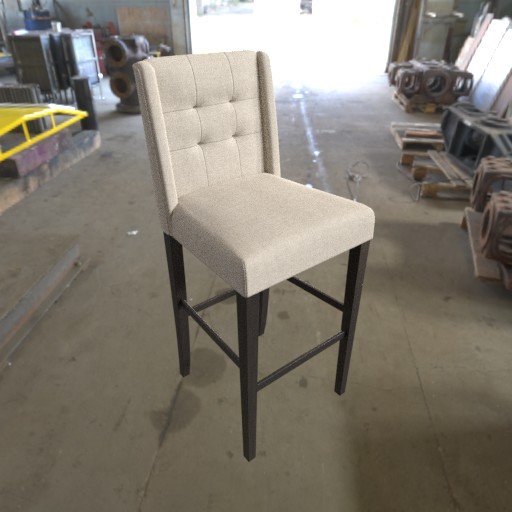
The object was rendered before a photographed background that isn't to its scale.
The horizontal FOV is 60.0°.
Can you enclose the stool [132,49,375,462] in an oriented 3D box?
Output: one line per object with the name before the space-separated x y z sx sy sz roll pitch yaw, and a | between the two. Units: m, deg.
stool | 0.000 0.000 1.381 0.474 1.116 0.509 -22 37 -33
